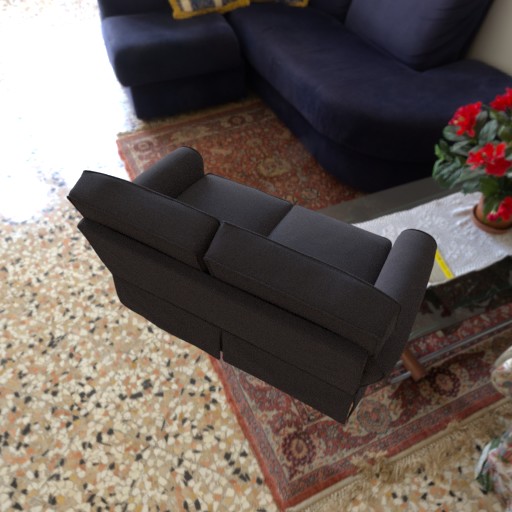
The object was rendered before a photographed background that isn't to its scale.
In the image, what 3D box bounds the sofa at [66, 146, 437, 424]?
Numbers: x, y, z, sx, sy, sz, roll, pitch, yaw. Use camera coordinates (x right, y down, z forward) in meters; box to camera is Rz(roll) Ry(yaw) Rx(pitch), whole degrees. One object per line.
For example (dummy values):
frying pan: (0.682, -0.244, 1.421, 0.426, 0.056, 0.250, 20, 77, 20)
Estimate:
sofa: (0.000, 0.000, 2.495, 1.801, 1.059, 0.997, 23, 53, 19)
